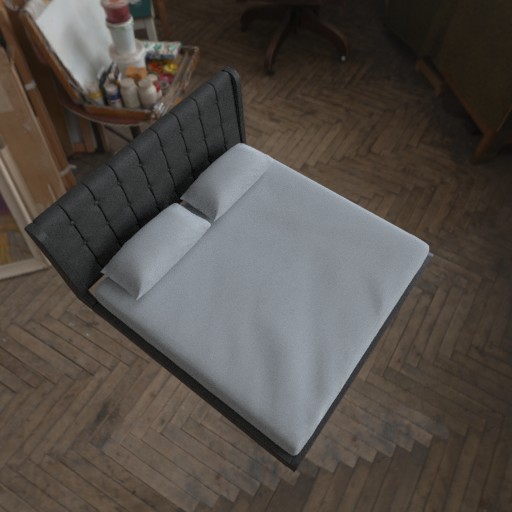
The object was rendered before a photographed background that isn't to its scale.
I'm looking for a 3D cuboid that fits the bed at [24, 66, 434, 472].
[{"bbox_3d":[0.000,0.000,3.172,2.031,1.158,1.903,33,64,18],"label":"bed"}]
